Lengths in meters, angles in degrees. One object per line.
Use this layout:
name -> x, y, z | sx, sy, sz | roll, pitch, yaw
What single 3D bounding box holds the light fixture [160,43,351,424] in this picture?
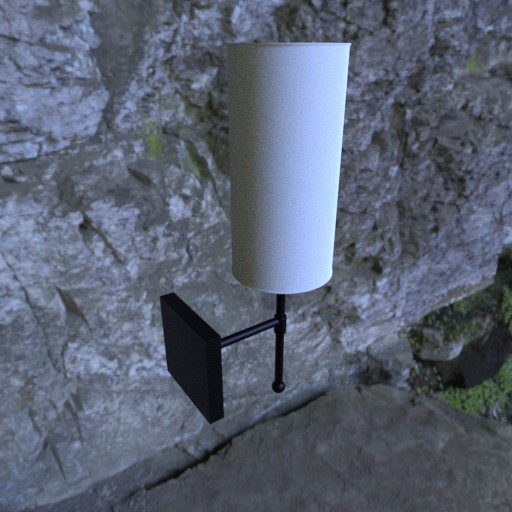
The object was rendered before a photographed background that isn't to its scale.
light fixture -> 0.000, 0.000, 0.533 | 0.208, 0.462, 0.128 | -17, 30, -31
